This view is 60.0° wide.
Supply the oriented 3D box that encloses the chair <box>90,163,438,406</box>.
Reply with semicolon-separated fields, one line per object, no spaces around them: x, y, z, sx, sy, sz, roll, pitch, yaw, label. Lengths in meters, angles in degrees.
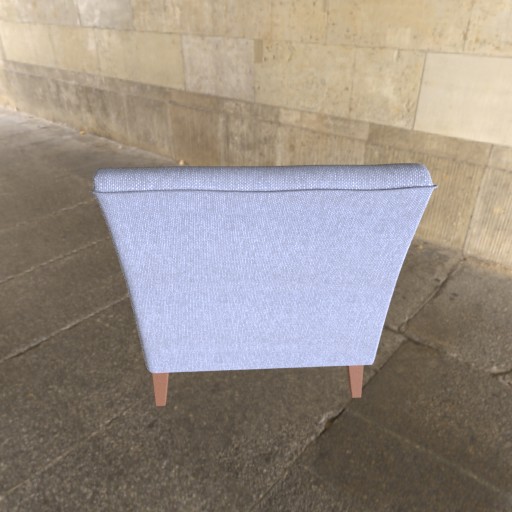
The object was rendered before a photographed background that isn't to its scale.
0.000;0.000;1.562;0.780;0.919;0.899;-2;30;-3;chair
